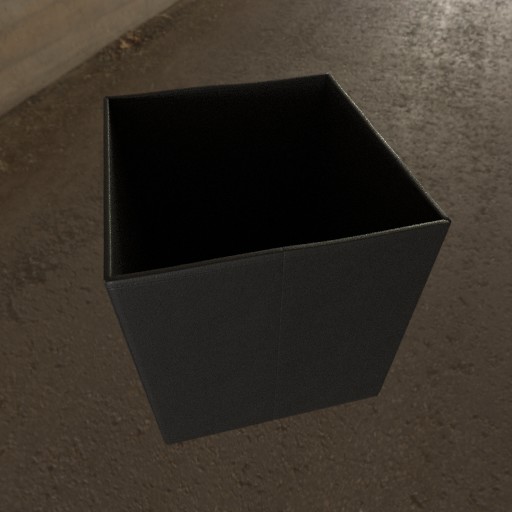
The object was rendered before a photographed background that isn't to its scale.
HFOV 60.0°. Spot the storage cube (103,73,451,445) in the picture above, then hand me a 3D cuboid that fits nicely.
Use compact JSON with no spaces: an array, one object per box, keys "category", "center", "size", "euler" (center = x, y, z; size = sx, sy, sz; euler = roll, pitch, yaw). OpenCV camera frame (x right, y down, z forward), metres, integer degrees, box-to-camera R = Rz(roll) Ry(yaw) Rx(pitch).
[{"category":"storage cube","center":[0.000,0.000,0.497],"size":[0.270,0.280,0.270],"euler":[-10,47,-9]}]
